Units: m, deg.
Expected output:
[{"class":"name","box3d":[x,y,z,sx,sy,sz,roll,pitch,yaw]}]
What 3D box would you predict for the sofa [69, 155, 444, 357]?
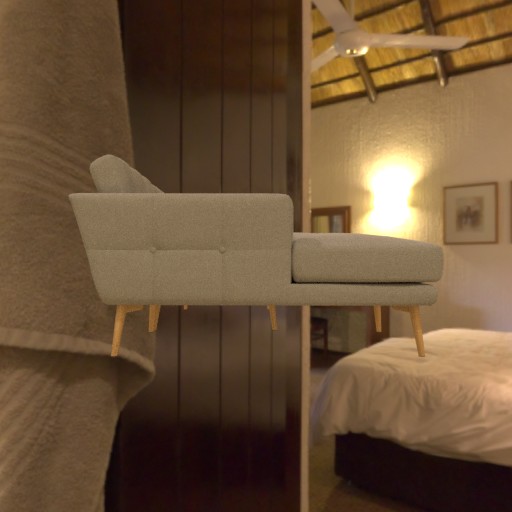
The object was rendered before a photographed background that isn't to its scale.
[{"class":"sofa","box3d":[0.000,0.000,2.780,1.530,0.860,2.040,0,-1,0]}]
